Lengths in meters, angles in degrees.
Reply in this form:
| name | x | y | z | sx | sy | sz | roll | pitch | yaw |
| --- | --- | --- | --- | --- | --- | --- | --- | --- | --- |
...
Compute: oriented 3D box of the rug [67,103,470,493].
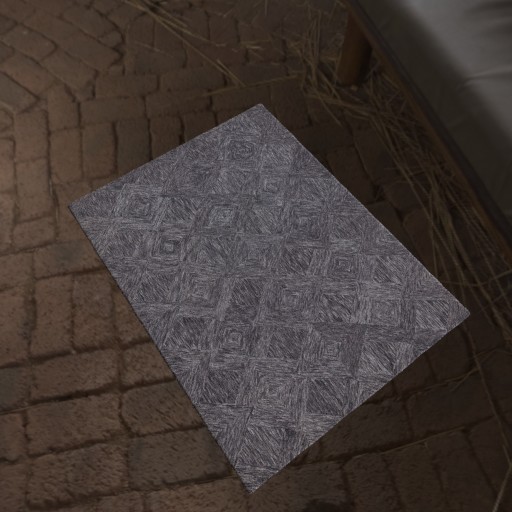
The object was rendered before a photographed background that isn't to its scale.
| name | x | y | z | sx | sy | sz | roll | pitch | yaw |
| --- | --- | --- | --- | --- | --- | --- | --- | --- | --- |
| rug | 0.000 | 0.000 | 4.235 | 2.448 | 0.017 | 3.204 | -33 | 67 | -16 |
